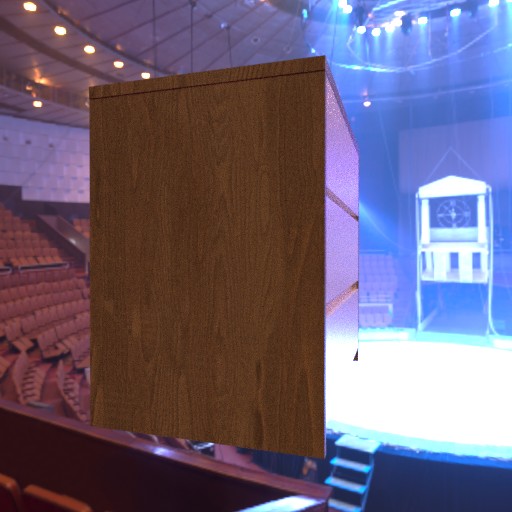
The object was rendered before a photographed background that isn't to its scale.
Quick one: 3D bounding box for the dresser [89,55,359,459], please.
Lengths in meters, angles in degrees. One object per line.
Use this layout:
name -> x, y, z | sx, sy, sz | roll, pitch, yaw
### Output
dresser -> 0.000, 0.000, 1.301 | 0.529, 0.762, 0.809 | 0, 0, 18
